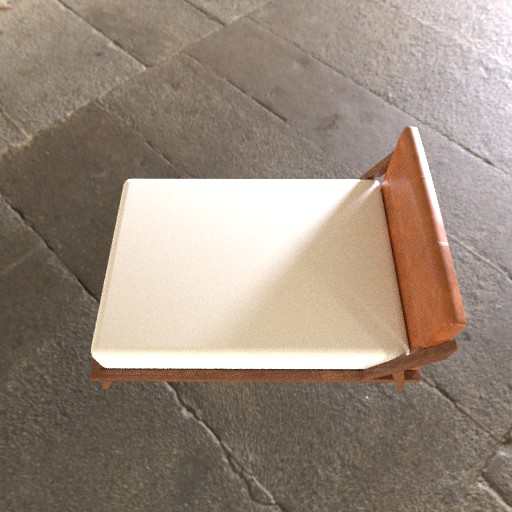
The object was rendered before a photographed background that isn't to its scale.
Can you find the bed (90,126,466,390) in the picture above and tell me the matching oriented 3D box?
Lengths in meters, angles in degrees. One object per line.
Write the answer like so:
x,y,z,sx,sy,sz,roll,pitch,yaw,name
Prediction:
0.000,0.000,3.256,2.311,1.168,1.651,0,59,0,bed
